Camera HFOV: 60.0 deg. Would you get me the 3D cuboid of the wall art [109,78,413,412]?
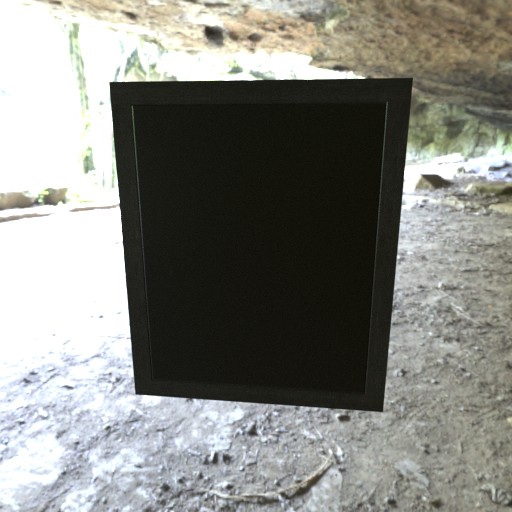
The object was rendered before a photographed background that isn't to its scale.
[{"bbox_3d":[0.000,0.000,0.785,0.479,0.580,0.027,2,16,7],"label":"wall art"}]
